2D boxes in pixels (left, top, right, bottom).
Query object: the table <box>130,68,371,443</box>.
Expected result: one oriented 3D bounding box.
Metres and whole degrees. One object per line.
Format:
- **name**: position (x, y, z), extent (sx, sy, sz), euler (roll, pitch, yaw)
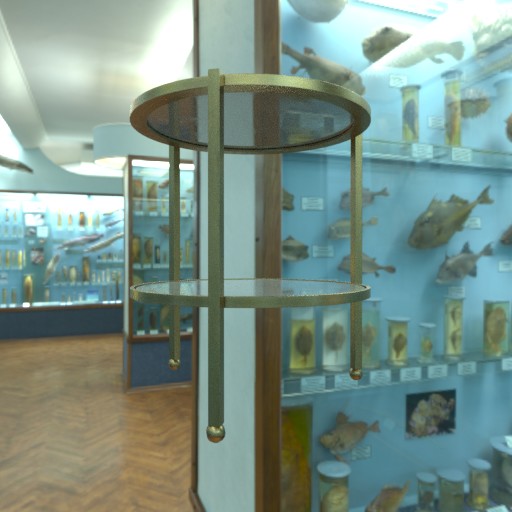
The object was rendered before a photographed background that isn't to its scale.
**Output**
- **table**: position (0.000, 0.000, 0.443), extent (0.243, 0.269, 0.231), euler (0, 0, -19)
